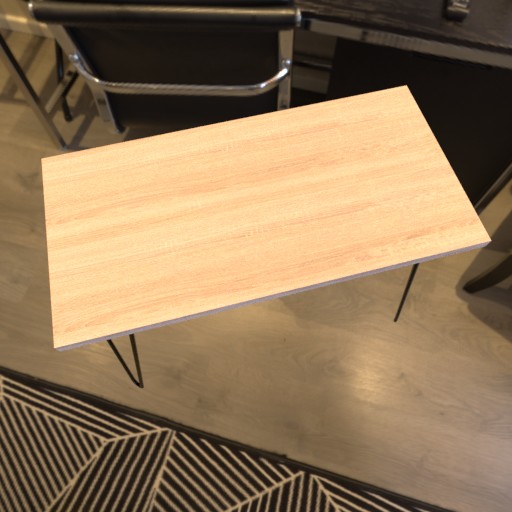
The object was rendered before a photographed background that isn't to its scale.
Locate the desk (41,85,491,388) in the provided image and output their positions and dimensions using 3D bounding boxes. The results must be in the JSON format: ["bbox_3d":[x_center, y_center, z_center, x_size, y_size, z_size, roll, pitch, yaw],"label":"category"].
[{"bbox_3d":[0.000,0.000,1.369,0.991,0.660,0.499,-13,66,-6],"label":"desk"}]
